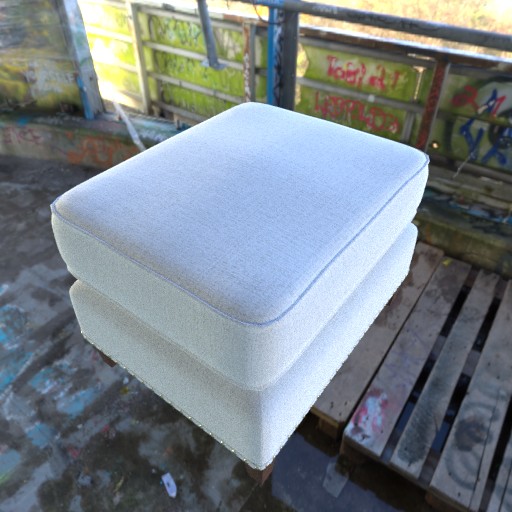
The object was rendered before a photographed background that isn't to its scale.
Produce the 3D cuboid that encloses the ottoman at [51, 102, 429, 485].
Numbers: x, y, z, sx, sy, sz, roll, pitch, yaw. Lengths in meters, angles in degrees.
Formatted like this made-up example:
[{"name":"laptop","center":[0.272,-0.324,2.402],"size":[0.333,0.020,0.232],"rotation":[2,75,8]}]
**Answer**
[{"name":"ottoman","center":[0.000,0.000,1.110],"size":[0.589,0.537,0.738],"rotation":[26,47,27]}]
